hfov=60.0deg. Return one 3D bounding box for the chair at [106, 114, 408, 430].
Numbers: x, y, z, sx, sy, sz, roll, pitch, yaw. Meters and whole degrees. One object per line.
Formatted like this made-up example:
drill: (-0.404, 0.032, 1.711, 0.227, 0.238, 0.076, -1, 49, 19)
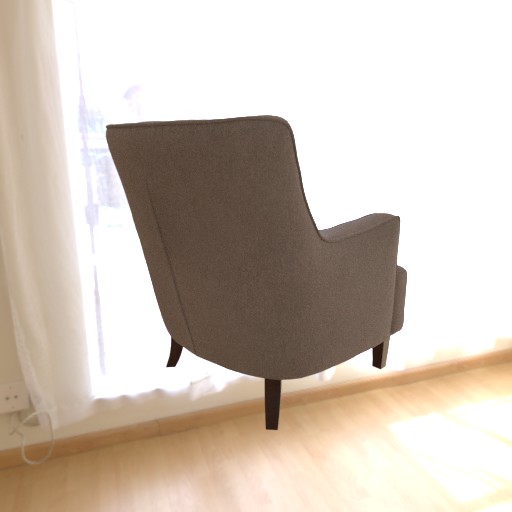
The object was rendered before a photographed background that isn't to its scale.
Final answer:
chair: (0.000, 0.000, 1.587, 0.910, 0.919, 0.781, -14, 20, -43)
